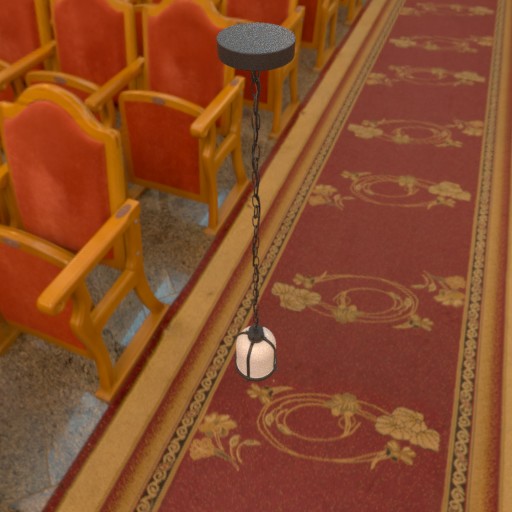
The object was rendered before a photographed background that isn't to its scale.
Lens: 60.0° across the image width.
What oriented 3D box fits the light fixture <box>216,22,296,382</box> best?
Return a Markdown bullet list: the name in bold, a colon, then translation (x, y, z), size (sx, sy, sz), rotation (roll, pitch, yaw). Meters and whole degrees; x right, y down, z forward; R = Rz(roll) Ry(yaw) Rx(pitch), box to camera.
- **light fixture**: translation (0.000, 0.000, 1.247), size (0.178, 1.181, 0.178), rotation (17, 49, 15)
